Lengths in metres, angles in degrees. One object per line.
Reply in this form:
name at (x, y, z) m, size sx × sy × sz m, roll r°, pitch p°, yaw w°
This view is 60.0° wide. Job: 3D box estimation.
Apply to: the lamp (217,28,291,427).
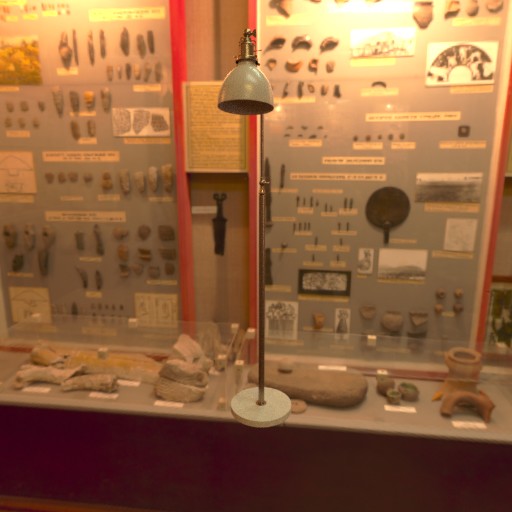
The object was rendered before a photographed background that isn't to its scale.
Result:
lamp at (0.000, 0.000, 1.776) m, size 0.288 × 1.586 × 0.599 m, roll 2°, pitch 14°, yaw 9°
